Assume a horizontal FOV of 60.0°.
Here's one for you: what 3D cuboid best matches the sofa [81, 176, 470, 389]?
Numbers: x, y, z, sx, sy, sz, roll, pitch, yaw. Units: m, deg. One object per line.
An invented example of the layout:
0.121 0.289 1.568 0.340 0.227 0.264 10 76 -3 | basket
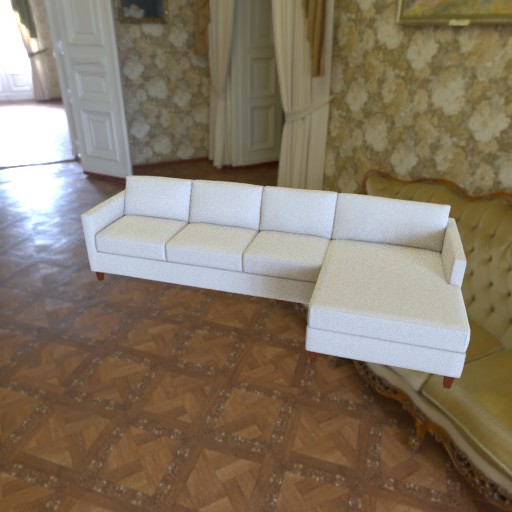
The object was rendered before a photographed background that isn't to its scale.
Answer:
0.000 0.000 4.062 3.471 0.954 1.599 8 28 15 | sofa
